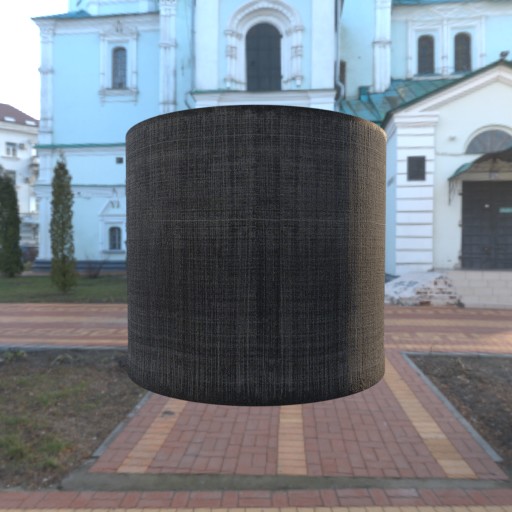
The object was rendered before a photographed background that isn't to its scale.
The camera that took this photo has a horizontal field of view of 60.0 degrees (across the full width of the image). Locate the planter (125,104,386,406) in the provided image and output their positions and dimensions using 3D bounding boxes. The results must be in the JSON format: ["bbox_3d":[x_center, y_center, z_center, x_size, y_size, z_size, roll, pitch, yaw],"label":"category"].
[{"bbox_3d":[0.000,0.000,0.316,0.178,0.157,0.178,0,1,0],"label":"planter"}]
